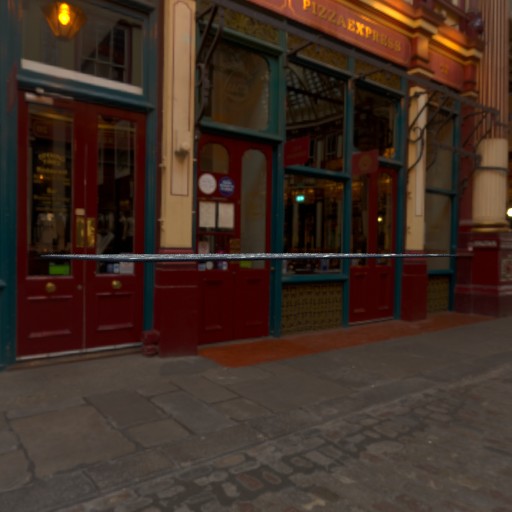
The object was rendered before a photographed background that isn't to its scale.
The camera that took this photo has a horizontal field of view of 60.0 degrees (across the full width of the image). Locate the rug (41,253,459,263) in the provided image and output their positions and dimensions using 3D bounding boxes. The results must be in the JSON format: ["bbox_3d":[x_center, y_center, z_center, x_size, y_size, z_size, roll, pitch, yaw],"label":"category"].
[{"bbox_3d":[0.000,0.000,2.882,2.294,0.014,1.528,-1,1,-37],"label":"rug"}]
